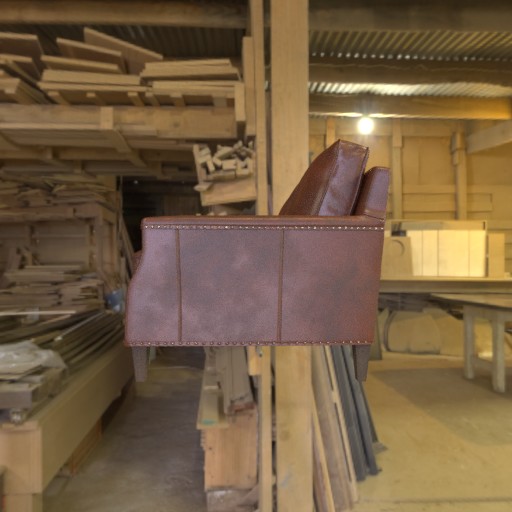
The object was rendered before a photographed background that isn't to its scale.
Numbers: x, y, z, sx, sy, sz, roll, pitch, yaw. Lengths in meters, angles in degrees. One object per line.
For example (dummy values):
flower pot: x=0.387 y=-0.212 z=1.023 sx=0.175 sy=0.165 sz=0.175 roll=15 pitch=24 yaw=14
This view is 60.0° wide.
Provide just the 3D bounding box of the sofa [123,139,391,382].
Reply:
sofa: x=0.000 y=0.000 z=2.841 sx=1.084 sy=1.003 sz=2.240 roll=0 pitch=0 yaw=-1
